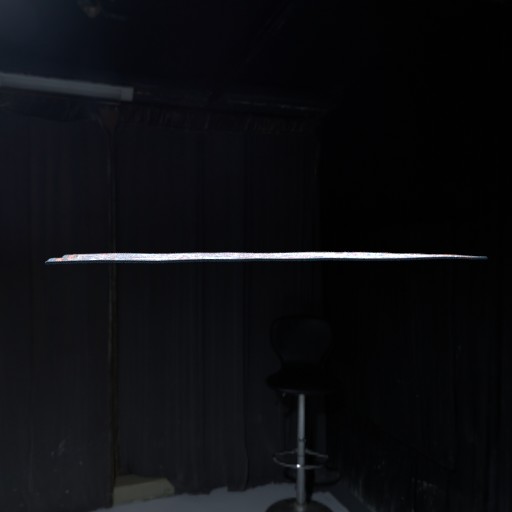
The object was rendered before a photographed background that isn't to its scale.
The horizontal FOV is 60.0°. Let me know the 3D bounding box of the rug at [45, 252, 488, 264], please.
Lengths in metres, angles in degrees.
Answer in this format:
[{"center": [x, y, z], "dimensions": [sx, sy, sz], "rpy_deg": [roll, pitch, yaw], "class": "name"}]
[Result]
[{"center": [0.000, 0.000, 2.285], "dimensions": [1.847, 0.014, 1.195], "rpy_deg": [0, 1, -18], "class": "rug"}]
